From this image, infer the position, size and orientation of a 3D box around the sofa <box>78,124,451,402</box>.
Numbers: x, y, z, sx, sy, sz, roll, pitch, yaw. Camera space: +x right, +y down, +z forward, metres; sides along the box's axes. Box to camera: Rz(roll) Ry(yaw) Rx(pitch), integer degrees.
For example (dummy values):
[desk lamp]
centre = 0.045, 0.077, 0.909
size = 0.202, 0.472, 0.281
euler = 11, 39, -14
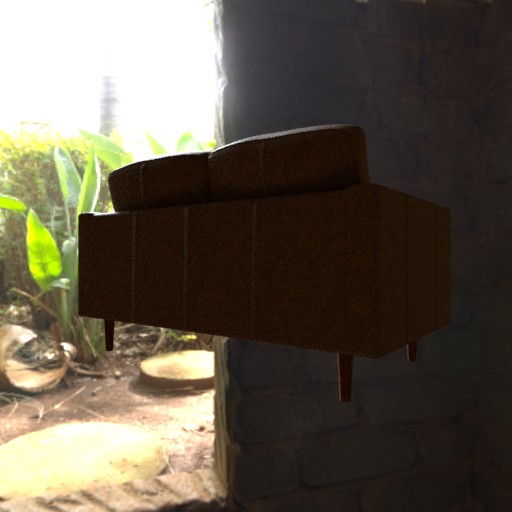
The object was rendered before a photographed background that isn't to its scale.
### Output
[sofa]
centre = 0.000, 0.000, 2.133
size = 1.578, 0.951, 0.909
euler = 0, 0, 37
